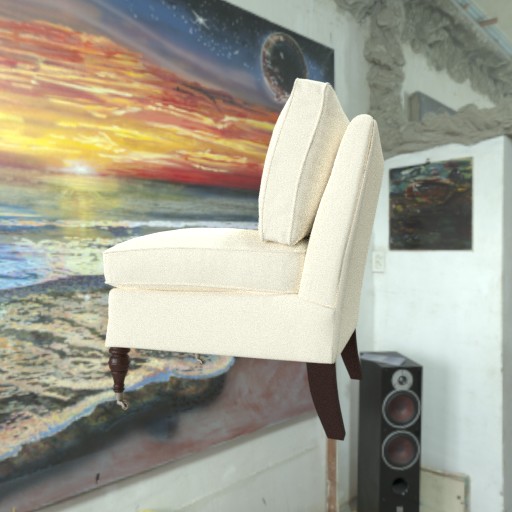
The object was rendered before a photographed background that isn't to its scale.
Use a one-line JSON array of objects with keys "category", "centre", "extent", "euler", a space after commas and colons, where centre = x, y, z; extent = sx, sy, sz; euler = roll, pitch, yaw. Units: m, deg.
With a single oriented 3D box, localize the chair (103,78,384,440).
[{"category": "chair", "centre": [0.000, 0.000, 1.434], "extent": [0.781, 0.887, 0.630], "euler": [0, 1, 18]}]
